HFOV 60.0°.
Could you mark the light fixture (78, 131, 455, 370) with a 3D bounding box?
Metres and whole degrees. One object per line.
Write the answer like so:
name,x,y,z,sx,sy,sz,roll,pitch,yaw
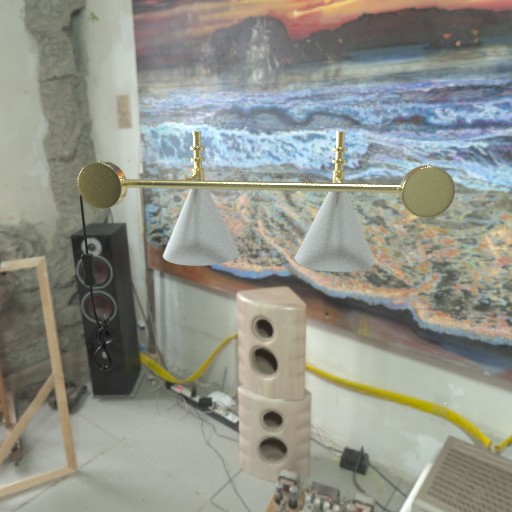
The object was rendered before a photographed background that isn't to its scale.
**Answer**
light fixture,0.000,0.000,0.867,0.642,0.468,0.239,2,17,7
